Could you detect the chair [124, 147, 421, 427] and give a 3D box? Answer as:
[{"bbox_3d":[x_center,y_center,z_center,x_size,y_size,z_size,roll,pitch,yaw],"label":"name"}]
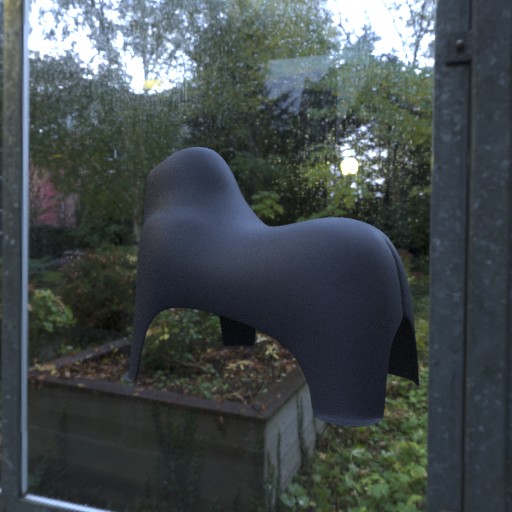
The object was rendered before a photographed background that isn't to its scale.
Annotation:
[{"bbox_3d":[0.000,0.000,1.134,0.758,0.600,0.490,1,1,36],"label":"chair"}]
